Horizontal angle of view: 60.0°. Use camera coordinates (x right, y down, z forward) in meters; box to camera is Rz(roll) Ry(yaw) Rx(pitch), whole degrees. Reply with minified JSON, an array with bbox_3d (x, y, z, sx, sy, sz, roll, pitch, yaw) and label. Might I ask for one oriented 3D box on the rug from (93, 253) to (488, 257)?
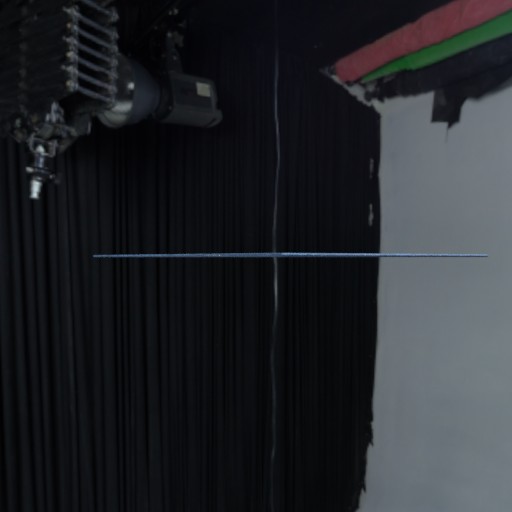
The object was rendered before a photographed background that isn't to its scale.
[{"bbox_3d":[0.000,0.000,3.079,1.526,0.015,2.441,0,0,-36],"label":"rug"}]
